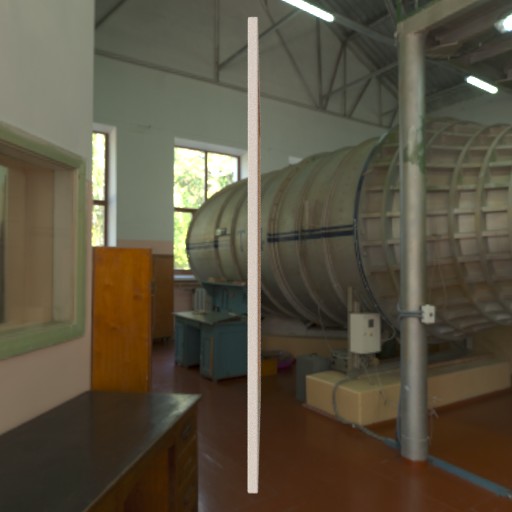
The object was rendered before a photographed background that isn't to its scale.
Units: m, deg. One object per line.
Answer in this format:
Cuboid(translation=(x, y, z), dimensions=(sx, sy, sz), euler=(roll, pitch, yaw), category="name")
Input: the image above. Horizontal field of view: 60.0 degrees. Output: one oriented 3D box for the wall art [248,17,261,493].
Cuboid(translation=(0.000, 0.000, 0.678), dimensions=(0.012, 0.529, 0.374), euler=(0, -1, 1), category="wall art")
